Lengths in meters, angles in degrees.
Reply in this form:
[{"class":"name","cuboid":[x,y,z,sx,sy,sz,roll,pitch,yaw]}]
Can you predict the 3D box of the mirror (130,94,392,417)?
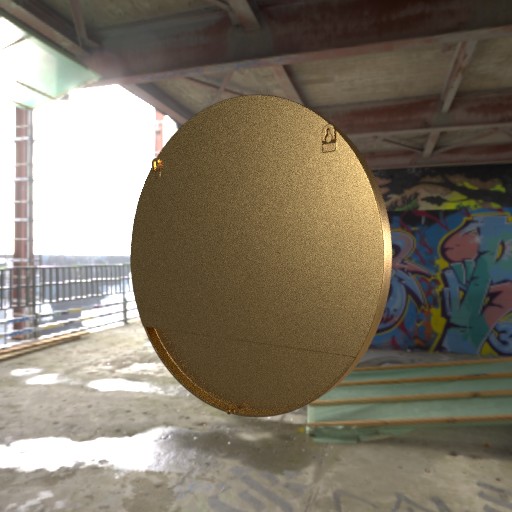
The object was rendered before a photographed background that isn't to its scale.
[{"class":"mirror","cuboid":[0.000,0.000,0.692,0.457,0.457,0.133,0,0,37]}]
